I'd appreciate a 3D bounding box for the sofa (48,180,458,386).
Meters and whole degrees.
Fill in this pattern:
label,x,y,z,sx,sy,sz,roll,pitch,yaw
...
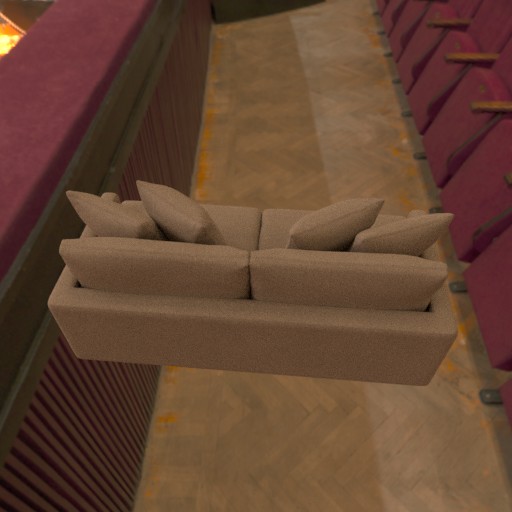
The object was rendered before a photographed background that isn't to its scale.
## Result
label,x,y,z,sx,sy,sz,roll,pitch,yaw
sofa,0.000,0.000,3.004,2.380,1.084,1.228,4,47,3
